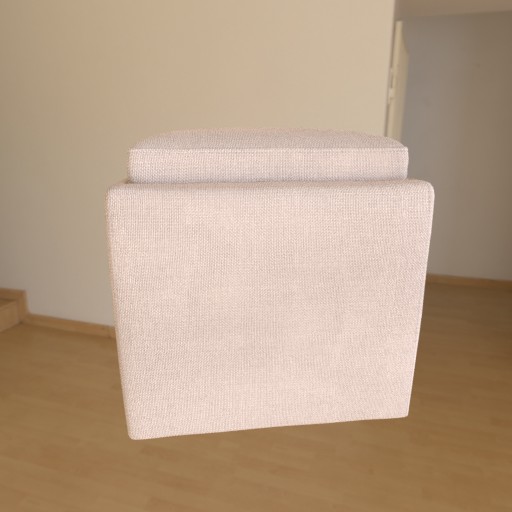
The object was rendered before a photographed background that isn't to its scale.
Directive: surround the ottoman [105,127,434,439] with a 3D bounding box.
[{"bbox_3d":[0.000,0.000,0.823,0.451,0.460,0.450,-2,16,-7],"label":"ottoman"}]
